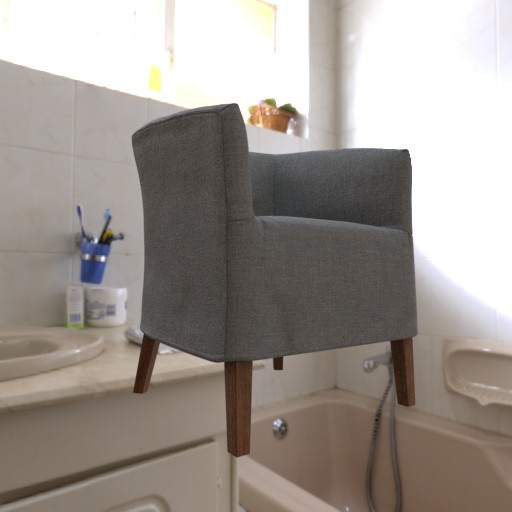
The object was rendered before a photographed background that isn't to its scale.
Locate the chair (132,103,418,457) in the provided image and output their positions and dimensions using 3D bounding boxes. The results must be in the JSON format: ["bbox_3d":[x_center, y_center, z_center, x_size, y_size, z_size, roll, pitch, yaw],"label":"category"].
[{"bbox_3d":[0.000,0.000,1.244,0.600,0.771,0.668,1,-2,-36],"label":"chair"}]
